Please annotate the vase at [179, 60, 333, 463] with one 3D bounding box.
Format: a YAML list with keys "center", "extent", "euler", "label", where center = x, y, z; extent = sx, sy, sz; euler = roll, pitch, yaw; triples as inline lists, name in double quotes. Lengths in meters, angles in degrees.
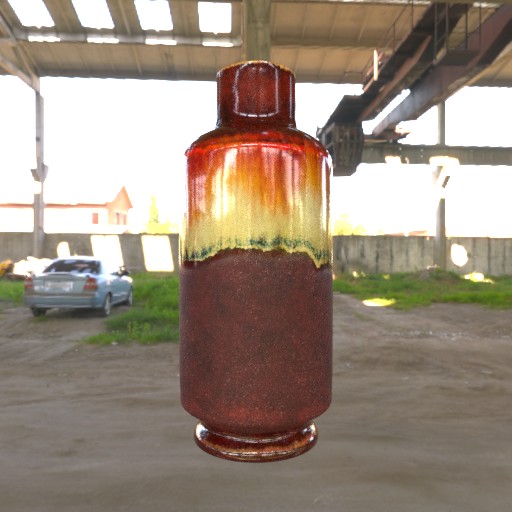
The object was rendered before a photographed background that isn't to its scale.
- center: [0.000, 0.000, 0.323]
  extent: [0.111, 0.261, 0.111]
  euler: [0, 0, 0]
  label: "vase"
